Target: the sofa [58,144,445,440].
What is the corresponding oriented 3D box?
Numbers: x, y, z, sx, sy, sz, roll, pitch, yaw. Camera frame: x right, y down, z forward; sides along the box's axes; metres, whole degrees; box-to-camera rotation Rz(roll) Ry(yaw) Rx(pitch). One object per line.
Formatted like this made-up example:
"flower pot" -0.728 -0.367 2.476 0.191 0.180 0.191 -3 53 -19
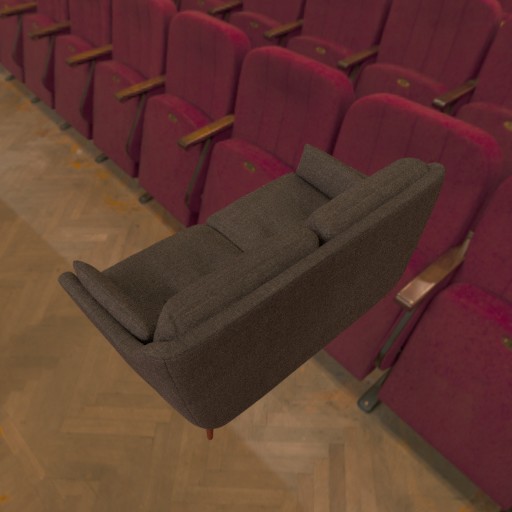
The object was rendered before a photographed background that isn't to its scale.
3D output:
"sofa" 0.000 0.000 2.201 1.646 0.887 0.976 -32 54 -27
